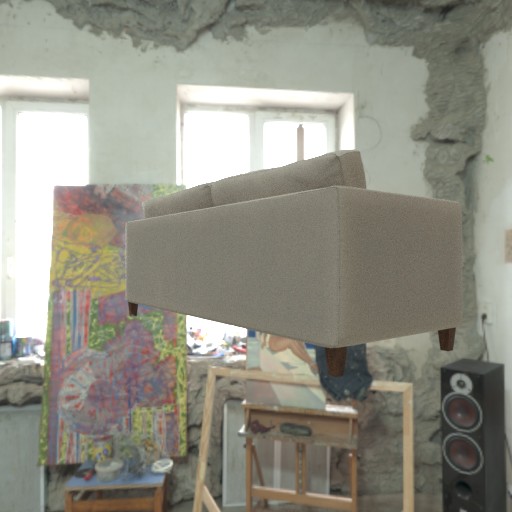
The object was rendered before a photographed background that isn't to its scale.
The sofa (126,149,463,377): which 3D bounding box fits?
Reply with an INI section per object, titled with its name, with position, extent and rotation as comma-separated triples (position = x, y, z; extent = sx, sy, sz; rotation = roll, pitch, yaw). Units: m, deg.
[sofa]
position = 0.000, 0.000, 2.929
extent = 0.951, 0.968, 2.361
rotation = 0, 0, -36
